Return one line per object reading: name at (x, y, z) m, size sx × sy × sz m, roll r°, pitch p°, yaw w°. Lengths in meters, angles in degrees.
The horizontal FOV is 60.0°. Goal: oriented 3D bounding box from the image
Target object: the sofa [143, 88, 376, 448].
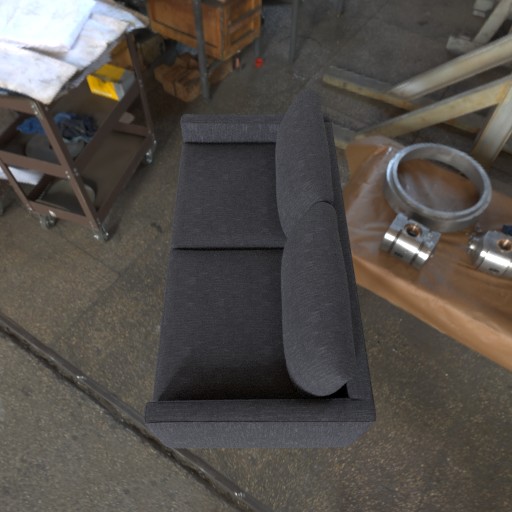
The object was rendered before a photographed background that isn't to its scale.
sofa at (0.000, 0.000, 2.213) m, size 0.866 × 0.862 × 1.716 m, roll 0°, pitch 57°, yaw 0°
